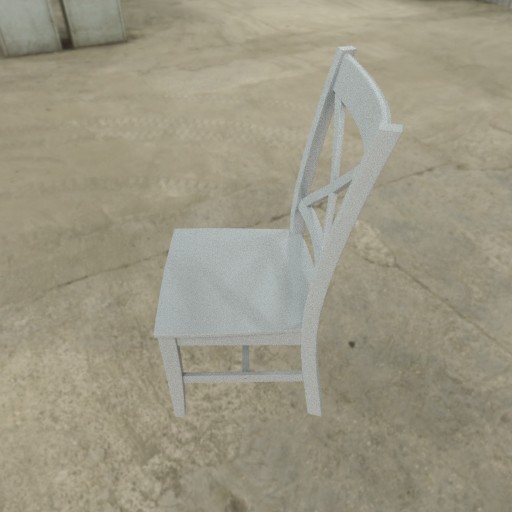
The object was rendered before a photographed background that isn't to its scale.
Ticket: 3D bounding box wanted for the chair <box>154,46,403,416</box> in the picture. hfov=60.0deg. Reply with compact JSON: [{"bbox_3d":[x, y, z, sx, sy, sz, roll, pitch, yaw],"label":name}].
[{"bbox_3d":[0.000,0.000,1.259,0.542,0.983,0.485,-1,41,-1],"label":"chair"}]
